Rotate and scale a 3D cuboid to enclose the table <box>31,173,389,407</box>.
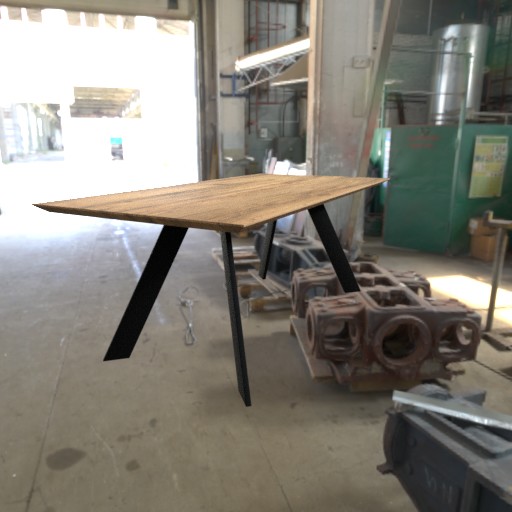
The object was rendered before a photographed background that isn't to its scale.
[{"bbox_3d":[0.000,0.000,2.517,1.000,0.770,2.000,8,16,27],"label":"table"}]
